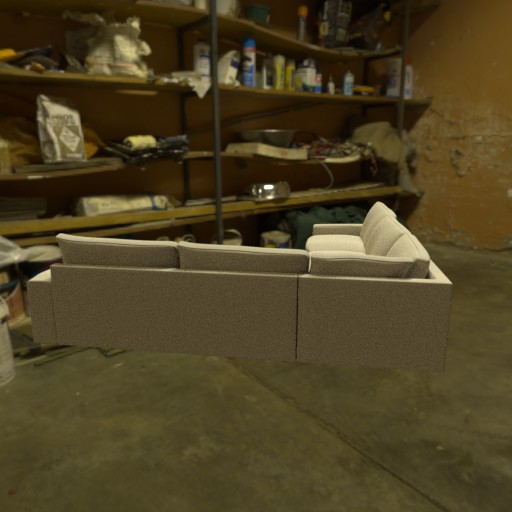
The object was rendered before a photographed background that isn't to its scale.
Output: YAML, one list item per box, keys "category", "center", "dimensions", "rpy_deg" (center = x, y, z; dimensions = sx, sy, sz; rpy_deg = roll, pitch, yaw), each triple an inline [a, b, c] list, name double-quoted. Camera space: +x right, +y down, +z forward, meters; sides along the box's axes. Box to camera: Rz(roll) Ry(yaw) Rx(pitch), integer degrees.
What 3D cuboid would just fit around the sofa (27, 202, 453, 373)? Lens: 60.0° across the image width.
- category: "sofa"
  center: [0.000, 0.000, 4.757]
  dimensions: [3.206, 0.918, 3.066]
  rpy_deg: [2, 14, 9]
